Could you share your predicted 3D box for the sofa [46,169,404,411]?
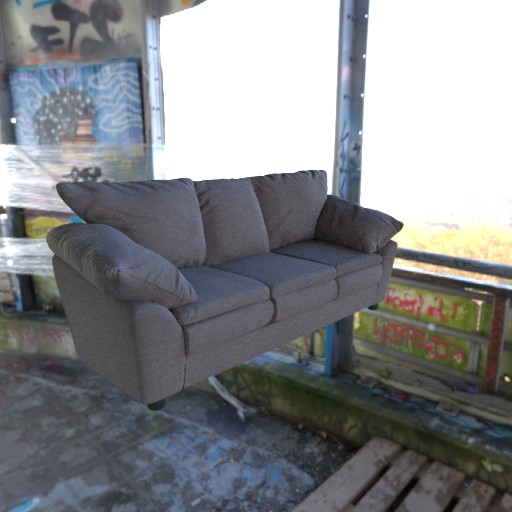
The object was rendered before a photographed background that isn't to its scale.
[{"bbox_3d":[0.000,0.000,2.866,2.390,1.043,0.927,-13,18,-43],"label":"sofa"}]
